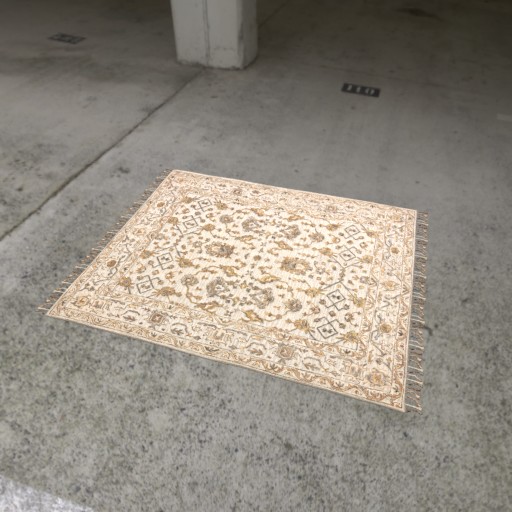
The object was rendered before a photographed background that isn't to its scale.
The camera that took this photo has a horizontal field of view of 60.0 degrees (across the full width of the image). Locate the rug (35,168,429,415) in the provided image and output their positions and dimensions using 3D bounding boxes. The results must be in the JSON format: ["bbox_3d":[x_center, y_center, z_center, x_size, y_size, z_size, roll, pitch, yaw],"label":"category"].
[{"bbox_3d":[0.000,0.000,4.138,3.061,0.034,2.426,12,43,13],"label":"rug"}]
